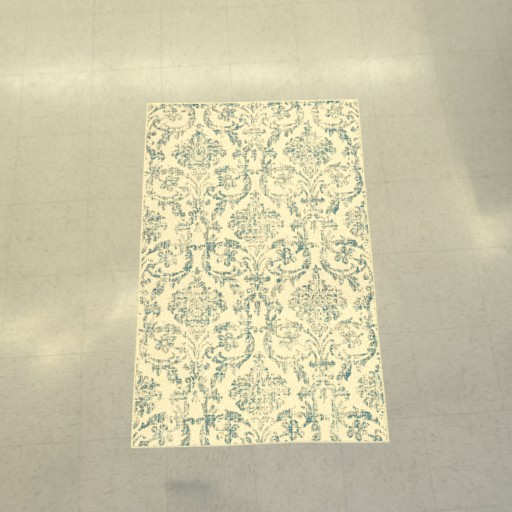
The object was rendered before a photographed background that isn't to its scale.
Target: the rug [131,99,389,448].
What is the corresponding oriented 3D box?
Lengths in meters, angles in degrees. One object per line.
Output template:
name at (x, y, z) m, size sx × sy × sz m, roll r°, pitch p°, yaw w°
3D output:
rug at (0.000, 0.000, 3.456) m, size 1.819 × 0.018 × 2.746 m, roll -1°, pitch 75°, yaw 0°
